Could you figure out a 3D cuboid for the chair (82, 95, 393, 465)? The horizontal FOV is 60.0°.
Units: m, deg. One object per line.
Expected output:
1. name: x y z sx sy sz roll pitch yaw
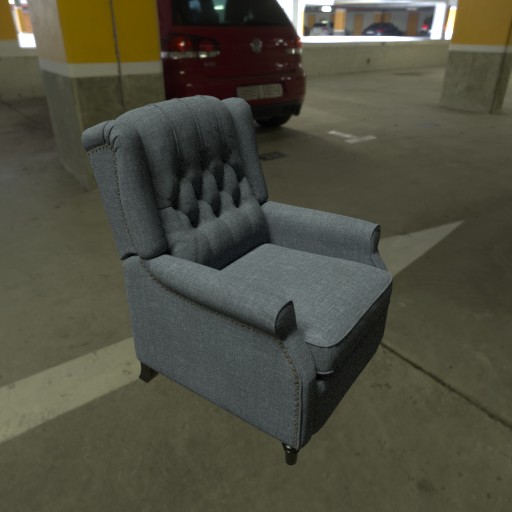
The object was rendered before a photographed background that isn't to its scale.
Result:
1. chair: 0.000 0.000 1.606 0.898 1.035 0.742 18 32 31
